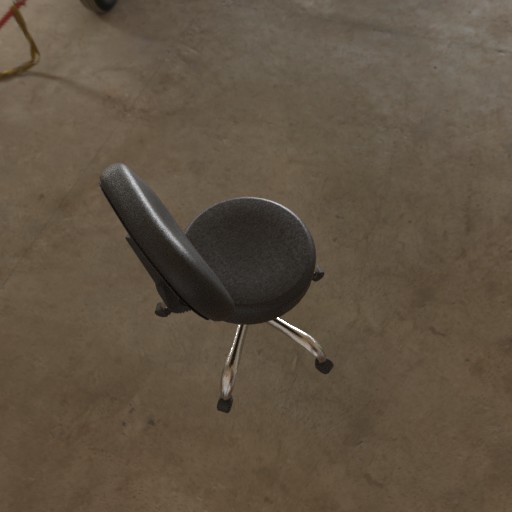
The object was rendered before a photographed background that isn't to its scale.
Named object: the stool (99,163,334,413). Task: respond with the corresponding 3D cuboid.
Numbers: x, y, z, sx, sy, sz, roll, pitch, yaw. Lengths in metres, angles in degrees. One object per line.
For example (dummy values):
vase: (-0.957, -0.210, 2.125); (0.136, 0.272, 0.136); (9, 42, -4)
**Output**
stool: (0.000, 0.000, 1.335); (0.648, 0.862, 0.673); (-31, 63, -18)
